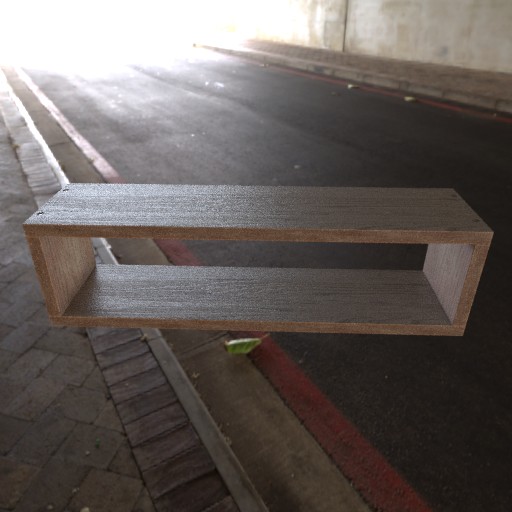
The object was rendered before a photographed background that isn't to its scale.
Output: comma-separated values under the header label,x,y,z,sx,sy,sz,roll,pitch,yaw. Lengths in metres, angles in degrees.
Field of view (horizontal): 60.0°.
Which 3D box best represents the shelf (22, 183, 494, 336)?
label,x,y,z,sx,sy,sz,roll,pitch,yaw
shelf,0.000,0.000,0.680,0.610,0.170,0.150,1,30,2
